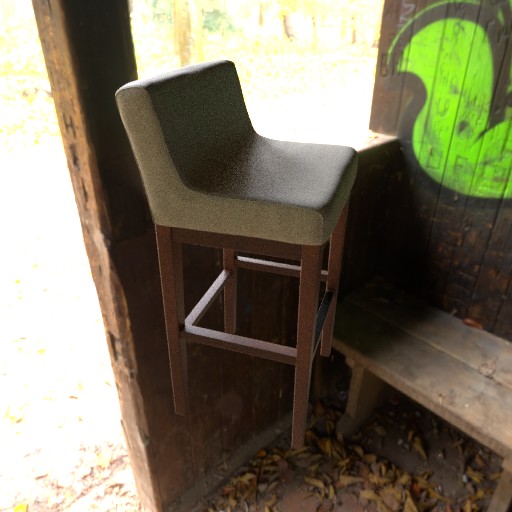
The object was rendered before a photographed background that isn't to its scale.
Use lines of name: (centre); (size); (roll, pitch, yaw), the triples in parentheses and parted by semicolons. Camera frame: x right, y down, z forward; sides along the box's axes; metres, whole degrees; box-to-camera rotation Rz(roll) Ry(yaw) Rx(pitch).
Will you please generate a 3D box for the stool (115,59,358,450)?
stool: (0.000, 0.000, 1.337); (0.500, 1.037, 0.511); (10, 31, 16)
